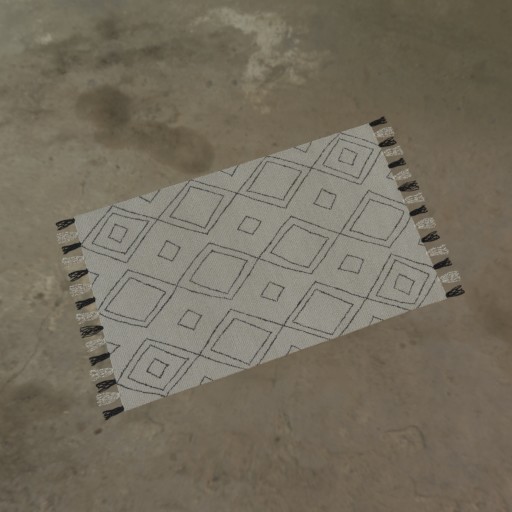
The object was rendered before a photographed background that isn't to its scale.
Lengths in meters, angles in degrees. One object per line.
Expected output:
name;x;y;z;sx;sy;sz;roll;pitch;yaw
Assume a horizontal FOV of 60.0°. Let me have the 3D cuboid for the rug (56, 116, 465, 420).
rug;0.000;0.000;3.304;2.755;0.021;1.524;-18;77;-4
